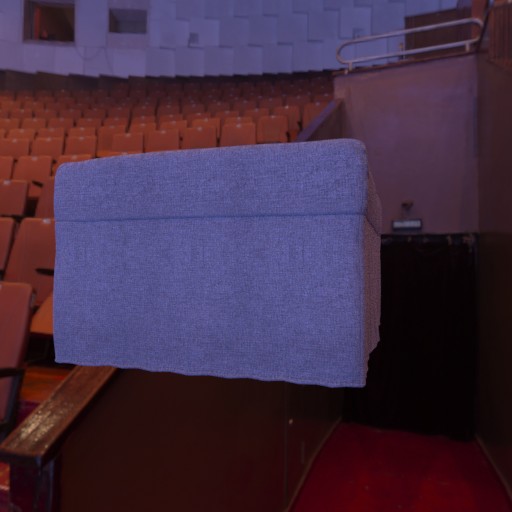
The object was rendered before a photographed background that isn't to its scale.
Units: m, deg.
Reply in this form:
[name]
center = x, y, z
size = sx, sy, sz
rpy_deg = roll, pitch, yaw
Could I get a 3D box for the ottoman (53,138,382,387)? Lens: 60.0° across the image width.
[ottoman]
center = 0.000, 0.000, 1.215
size = 0.652, 0.492, 0.833
rpy_deg = 0, 0, 18
